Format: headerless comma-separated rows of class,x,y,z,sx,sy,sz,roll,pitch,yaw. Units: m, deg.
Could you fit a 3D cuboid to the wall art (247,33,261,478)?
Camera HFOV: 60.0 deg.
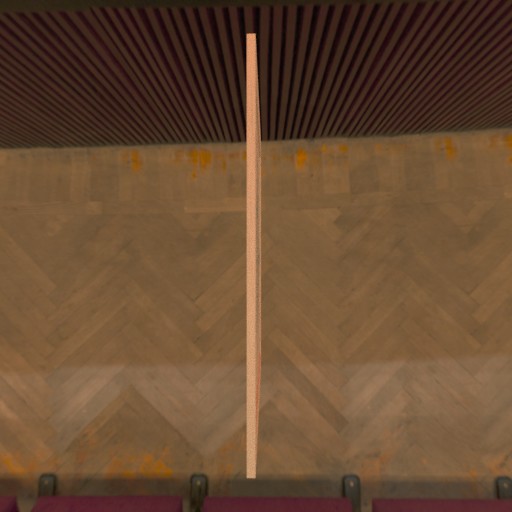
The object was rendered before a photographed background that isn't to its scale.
wall art,0.000,0.000,0.872,0.013,0.584,0.584,0,90,1
